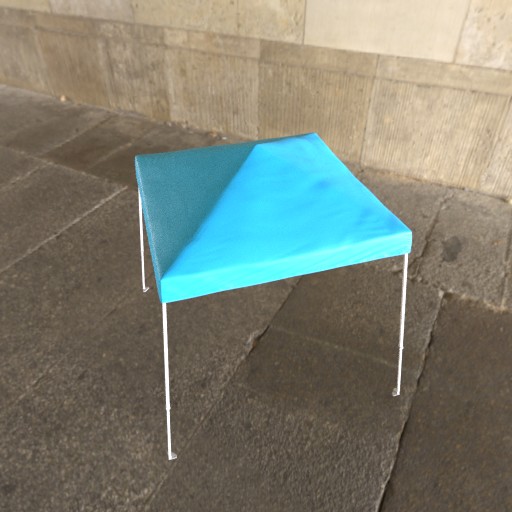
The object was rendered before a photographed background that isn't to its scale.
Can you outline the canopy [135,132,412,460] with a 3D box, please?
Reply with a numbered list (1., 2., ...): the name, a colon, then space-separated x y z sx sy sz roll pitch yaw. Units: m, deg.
1. canopy: 0.000 0.000 5.312 2.849 2.849 2.848 -11 40 -13
